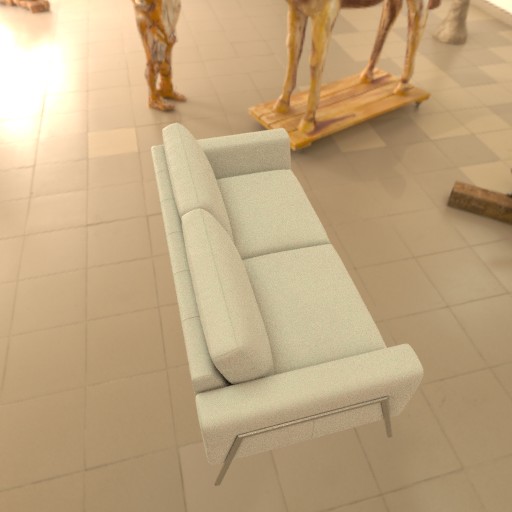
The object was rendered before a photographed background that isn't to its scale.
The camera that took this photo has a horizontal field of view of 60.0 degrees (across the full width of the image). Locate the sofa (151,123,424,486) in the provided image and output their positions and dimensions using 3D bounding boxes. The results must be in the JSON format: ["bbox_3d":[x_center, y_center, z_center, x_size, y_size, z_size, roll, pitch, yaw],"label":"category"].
[{"bbox_3d":[0.000,0.000,2.542,0.953,0.875,2.017,-11,48,-10],"label":"sofa"}]
